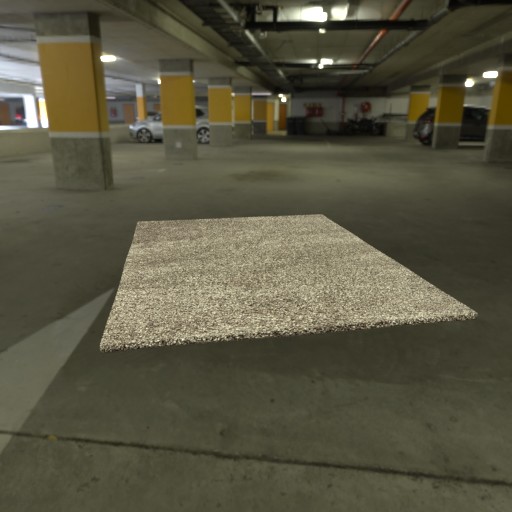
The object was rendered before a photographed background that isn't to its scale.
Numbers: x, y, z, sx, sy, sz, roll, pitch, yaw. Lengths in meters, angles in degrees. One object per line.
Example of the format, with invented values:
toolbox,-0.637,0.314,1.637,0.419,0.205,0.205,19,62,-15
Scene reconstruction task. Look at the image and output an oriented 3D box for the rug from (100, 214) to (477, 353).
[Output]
rug,0.000,0.000,2.110,1.198,0.025,1.601,-3,18,-10
